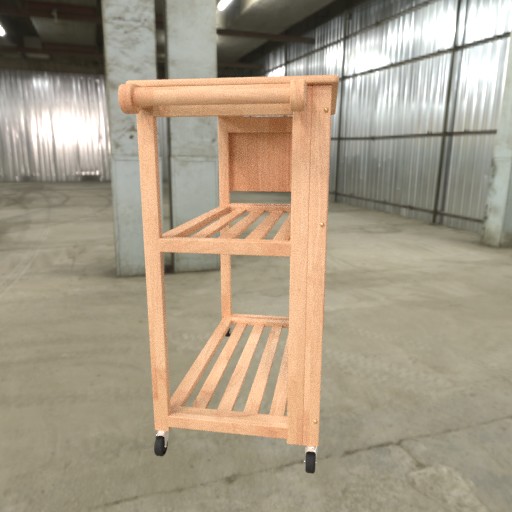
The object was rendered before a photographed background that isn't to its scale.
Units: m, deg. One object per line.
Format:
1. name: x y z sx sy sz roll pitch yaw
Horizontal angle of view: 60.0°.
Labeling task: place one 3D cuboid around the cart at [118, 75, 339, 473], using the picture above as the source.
1. cart: 0.000 0.000 1.300 0.432 0.879 0.853 2 13 9
